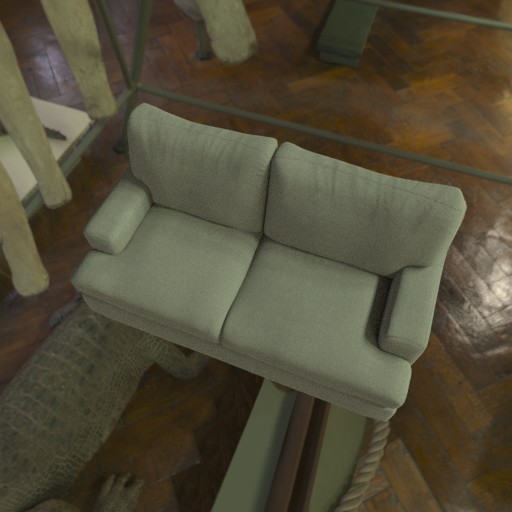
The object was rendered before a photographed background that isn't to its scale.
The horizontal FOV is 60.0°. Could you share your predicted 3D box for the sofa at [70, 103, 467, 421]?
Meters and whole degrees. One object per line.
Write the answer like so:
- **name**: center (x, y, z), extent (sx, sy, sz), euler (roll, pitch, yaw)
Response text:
- **sofa**: center (0.000, 0.000, 2.354), extent (1.855, 0.980, 0.962), euler (18, 59, 11)
